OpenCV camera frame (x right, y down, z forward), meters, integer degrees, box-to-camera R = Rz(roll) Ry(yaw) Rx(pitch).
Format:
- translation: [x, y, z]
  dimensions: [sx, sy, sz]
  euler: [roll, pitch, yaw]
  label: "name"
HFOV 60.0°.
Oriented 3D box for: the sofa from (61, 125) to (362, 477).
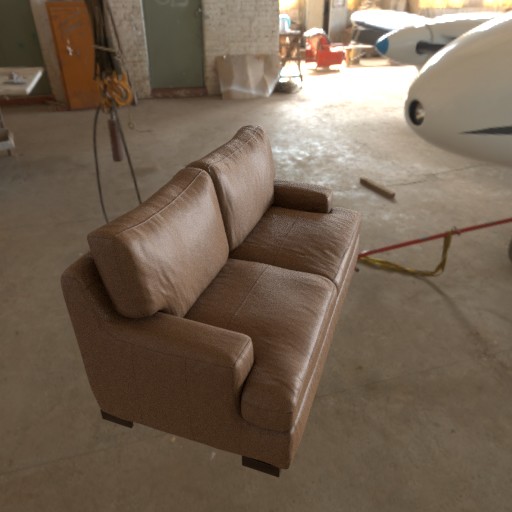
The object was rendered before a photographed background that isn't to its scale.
- translation: [0.000, 0.000, 2.439]
  dimensions: [0.962, 0.980, 1.855]
  euler: [11, 33, 17]
  label: "sofa"
